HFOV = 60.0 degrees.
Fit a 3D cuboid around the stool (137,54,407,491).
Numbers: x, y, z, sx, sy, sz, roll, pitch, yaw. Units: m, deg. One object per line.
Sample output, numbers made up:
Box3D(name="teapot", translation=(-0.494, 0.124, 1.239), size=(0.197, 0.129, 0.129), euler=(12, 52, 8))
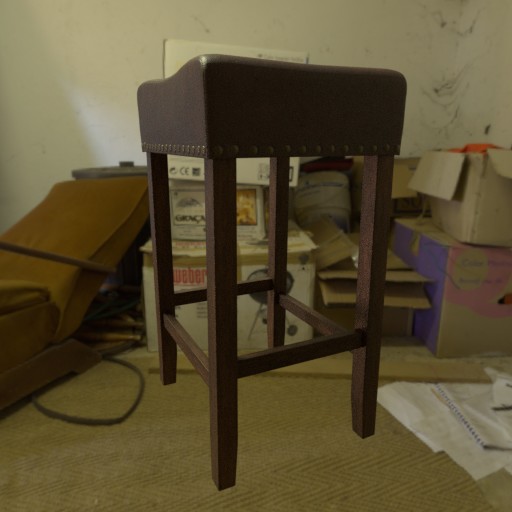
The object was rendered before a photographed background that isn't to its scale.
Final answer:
Box3D(name="stool", translation=(0.000, 0.000, 1.012), size=(0.401, 0.769, 0.465), euler=(-7, 16, -25))
